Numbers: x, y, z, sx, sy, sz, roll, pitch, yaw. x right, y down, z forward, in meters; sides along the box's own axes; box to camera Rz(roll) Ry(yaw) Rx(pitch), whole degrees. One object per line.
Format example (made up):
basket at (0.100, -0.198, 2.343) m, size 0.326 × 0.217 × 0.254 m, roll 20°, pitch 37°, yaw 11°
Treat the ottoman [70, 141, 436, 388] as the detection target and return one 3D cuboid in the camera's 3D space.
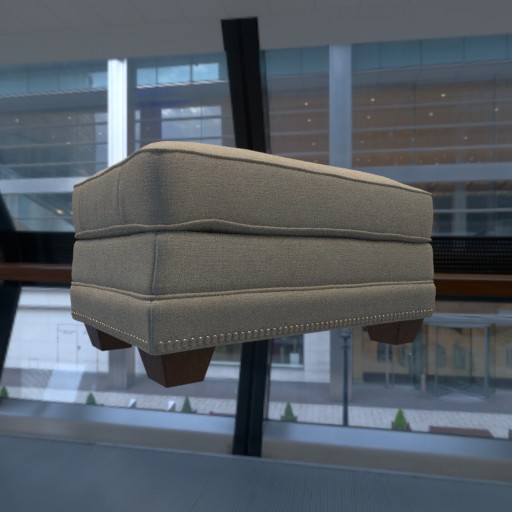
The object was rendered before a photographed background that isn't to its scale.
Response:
ottoman at (0.000, 0.000, 1.151) m, size 0.813 × 0.458 × 0.559 m, roll 0°, pitch 0°, yaw -36°
